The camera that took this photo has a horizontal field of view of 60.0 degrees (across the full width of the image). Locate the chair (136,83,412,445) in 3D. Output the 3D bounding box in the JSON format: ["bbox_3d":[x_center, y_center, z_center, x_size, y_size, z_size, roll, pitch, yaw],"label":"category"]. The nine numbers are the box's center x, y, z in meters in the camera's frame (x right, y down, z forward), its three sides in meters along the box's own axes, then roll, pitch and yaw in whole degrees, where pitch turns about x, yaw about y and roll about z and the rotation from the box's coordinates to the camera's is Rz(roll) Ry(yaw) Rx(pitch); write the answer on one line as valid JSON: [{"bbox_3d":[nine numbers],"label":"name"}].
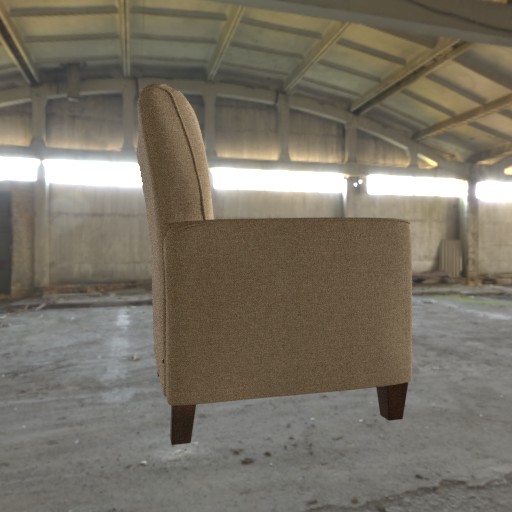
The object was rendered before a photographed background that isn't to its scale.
[{"bbox_3d":[0.000,0.000,1.651,0.858,1.028,0.841,0,0,-16],"label":"chair"}]
